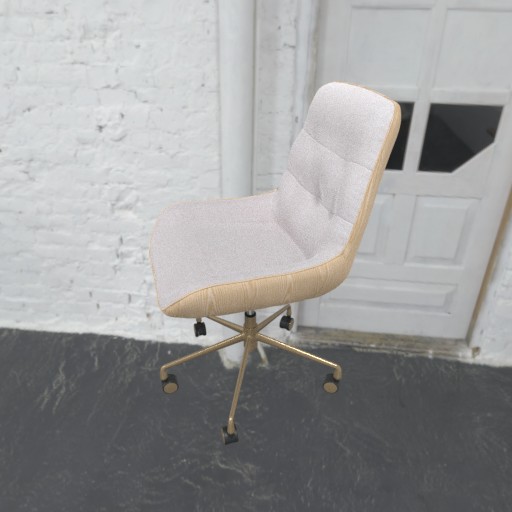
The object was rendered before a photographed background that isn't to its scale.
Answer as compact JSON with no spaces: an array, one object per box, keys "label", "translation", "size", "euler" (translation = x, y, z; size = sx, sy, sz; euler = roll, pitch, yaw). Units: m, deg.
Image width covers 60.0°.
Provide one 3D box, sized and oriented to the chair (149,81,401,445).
[{"label":"chair","translation":[0.000,0.000,1.355],"size":[0.668,0.952,0.564],"euler":[-8,31,-14]}]
